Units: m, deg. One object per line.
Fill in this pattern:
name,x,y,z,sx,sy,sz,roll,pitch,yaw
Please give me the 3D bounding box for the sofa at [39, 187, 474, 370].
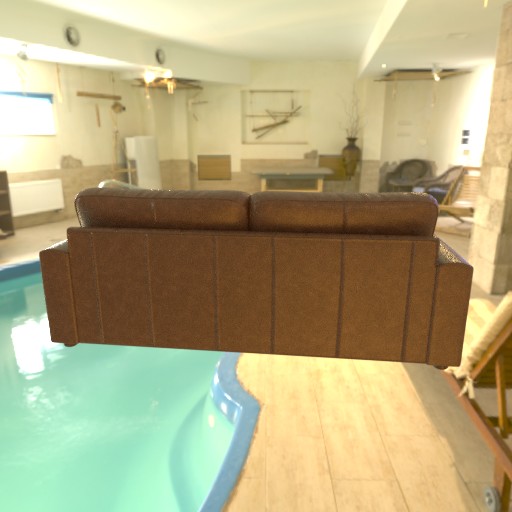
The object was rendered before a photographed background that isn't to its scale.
sofa,0.000,0.000,2.702,2.179,0.873,1.016,2,16,7
